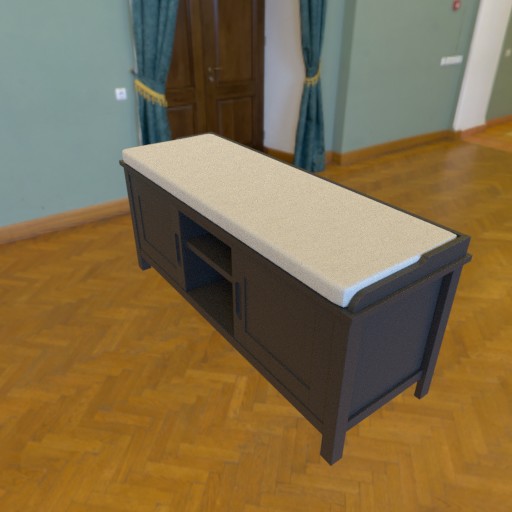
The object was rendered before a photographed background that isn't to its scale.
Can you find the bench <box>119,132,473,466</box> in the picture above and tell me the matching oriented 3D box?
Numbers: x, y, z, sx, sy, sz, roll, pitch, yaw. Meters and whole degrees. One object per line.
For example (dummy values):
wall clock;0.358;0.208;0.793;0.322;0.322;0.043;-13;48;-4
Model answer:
bench;0.000;0.000;1.415;0.398;0.501;1.140;-20;36;-31
